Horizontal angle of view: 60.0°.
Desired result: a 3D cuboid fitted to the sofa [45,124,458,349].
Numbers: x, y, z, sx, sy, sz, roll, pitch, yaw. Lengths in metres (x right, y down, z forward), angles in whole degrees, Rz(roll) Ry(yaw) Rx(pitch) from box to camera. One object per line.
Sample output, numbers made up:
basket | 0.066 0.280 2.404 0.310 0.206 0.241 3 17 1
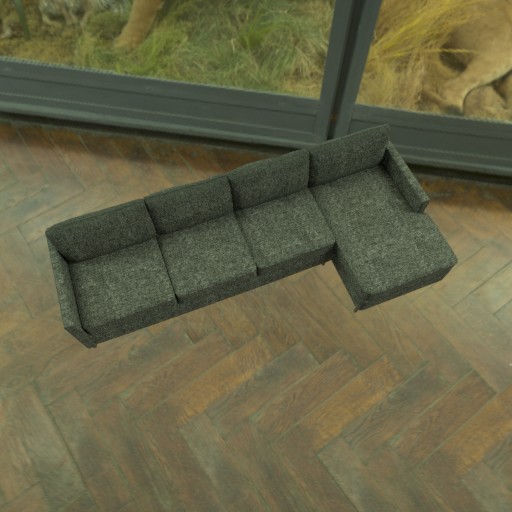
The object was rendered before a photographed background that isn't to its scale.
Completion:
sofa | 0.000 0.000 4.060 3.384 0.970 1.488 -19 64 -10
